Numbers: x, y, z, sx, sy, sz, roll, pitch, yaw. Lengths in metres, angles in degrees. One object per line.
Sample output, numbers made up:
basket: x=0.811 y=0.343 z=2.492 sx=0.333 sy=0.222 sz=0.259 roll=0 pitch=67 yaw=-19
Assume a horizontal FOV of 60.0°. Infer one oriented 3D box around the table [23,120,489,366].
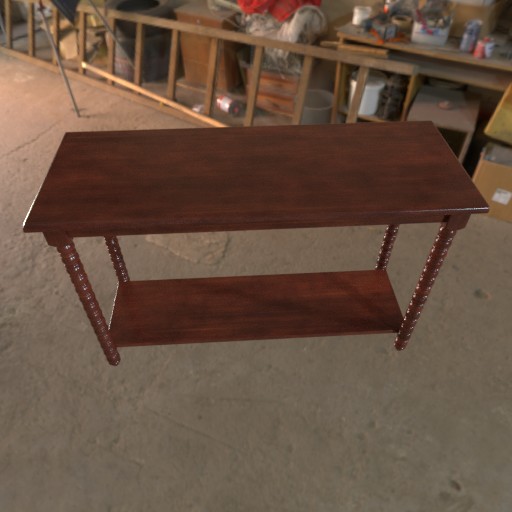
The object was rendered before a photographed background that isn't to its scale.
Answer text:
table: x=0.000 y=0.000 z=1.530 sx=1.184 sy=0.740 sz=0.459 roll=-3 pitch=46 yaw=-2
